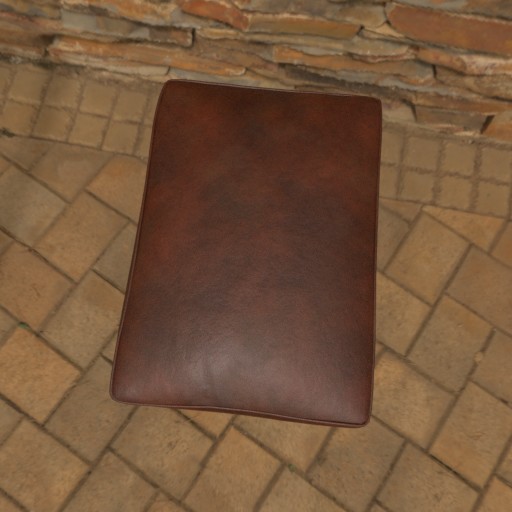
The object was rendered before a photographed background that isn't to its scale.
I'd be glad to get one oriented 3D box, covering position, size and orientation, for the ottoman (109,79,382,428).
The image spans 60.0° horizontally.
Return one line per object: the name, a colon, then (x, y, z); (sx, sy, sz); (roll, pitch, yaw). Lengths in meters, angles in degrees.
ottoman: (0.000, 0.000, 0.998); (0.501, 0.432, 0.665); (6, 76, 1)
